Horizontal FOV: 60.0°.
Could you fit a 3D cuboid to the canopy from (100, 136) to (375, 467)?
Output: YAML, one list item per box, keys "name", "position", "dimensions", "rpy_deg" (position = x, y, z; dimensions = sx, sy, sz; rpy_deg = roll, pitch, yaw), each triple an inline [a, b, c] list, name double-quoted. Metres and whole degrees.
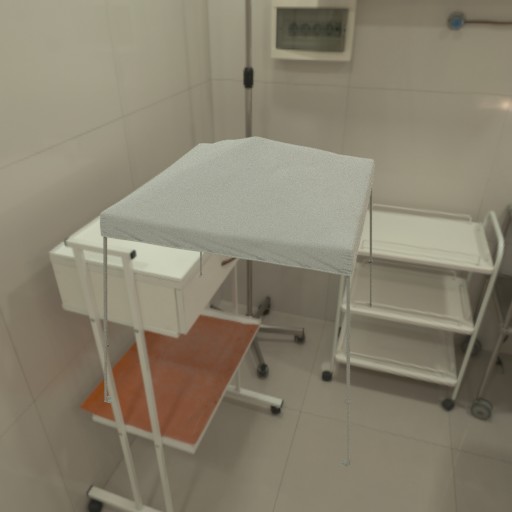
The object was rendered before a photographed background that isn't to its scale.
- name: "canopy"
  position: [0.000, 0.000, 5.275]
  dimensions: [2.848, 2.849, 2.849]
  rpy_deg: [9, 32, 15]
